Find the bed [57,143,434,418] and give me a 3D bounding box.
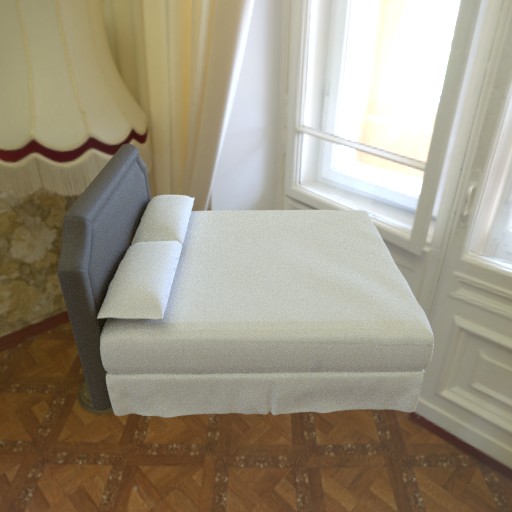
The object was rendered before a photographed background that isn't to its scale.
[{"bbox_3d":[0.000,0.000,3.918,2.536,1.561,2.194,0,31,-1],"label":"bed"}]
